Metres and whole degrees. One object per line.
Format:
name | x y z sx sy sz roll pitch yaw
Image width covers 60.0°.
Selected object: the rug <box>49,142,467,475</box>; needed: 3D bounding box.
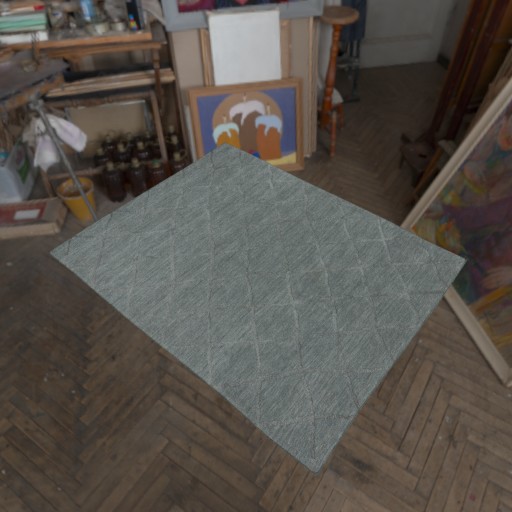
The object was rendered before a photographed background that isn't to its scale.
rug | 0.000 0.000 4.094 3.048 0.013 2.438 32 54 26
